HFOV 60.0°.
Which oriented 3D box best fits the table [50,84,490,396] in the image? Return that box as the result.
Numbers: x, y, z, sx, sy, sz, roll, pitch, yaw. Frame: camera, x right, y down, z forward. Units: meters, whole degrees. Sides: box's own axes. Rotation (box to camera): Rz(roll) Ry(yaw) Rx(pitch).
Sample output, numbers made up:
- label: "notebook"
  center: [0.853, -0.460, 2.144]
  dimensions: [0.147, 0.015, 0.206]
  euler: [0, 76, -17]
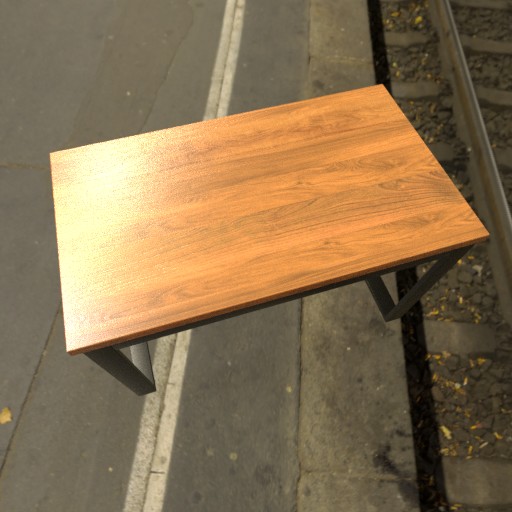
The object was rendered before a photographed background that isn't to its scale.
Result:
- label: "table"
  center: [0.000, 0.000, 1.696]
  dimensions: [1.205, 0.760, 0.714]
  euler: [-15, 59, -9]
